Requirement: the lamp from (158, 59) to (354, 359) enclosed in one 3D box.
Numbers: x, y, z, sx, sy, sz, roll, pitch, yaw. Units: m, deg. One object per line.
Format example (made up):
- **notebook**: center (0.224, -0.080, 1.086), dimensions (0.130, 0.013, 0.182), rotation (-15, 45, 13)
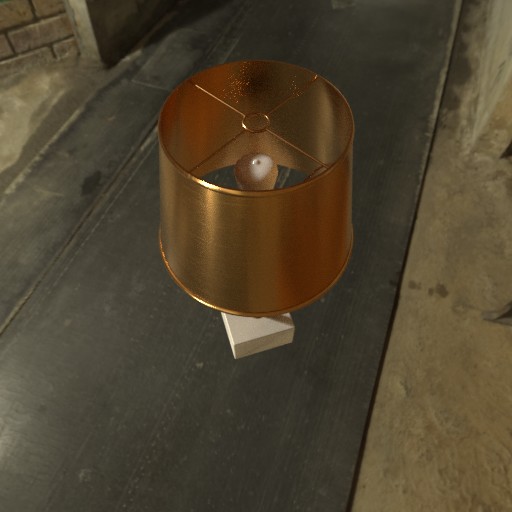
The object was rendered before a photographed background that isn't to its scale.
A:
- **lamp**: center (0.000, 0.000, 0.524), dimensions (0.208, 0.406, 0.208), rotation (0, 57, 0)
